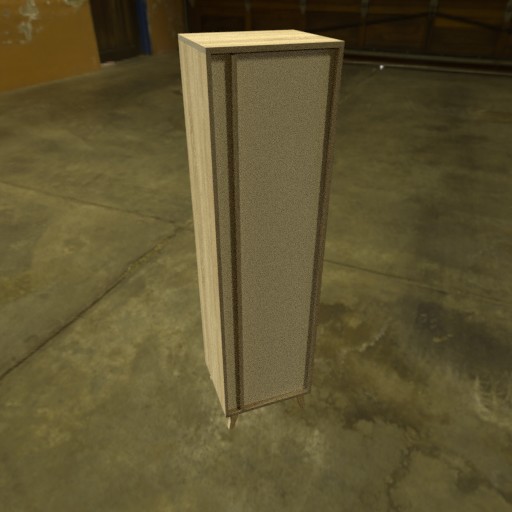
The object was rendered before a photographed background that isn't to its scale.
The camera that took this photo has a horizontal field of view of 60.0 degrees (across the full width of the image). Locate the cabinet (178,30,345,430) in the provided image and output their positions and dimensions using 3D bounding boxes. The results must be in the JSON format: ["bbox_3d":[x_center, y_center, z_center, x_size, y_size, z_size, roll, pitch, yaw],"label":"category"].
[{"bbox_3d":[0.000,0.000,2.205,0.510,1.960,0.450,-11,34,-17],"label":"cabinet"}]
